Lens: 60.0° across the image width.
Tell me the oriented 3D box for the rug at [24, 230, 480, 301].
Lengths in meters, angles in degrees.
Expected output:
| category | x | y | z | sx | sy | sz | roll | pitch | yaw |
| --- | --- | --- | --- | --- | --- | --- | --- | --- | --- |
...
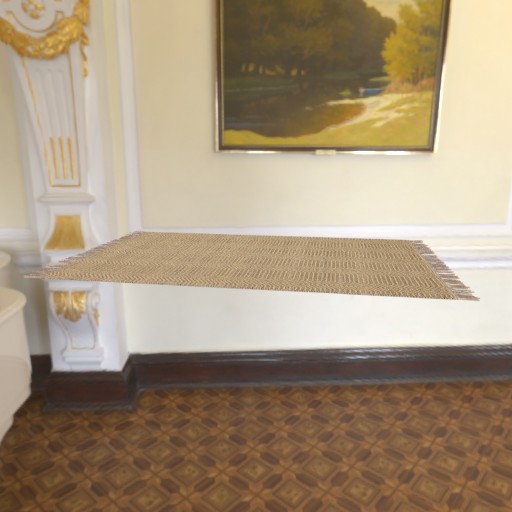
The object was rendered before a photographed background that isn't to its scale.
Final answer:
| category | x | y | z | sx | sy | sz | roll | pitch | yaw |
| --- | --- | --- | --- | --- | --- | --- | --- | --- | --- |
| rug | 0.000 | 0.000 | 3.109 | 2.523 | 0.034 | 1.528 | 2 | 13 | 9 |
